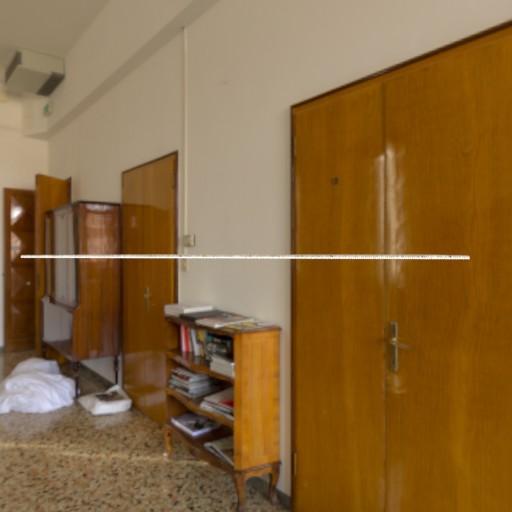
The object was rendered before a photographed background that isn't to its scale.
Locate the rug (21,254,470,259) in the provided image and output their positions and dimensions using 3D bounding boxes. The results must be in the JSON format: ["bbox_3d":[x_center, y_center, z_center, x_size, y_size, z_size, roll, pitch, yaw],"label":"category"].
[{"bbox_3d":[0.000,0.000,2.866,2.280,0.015,1.521,0,0,17],"label":"rug"}]
